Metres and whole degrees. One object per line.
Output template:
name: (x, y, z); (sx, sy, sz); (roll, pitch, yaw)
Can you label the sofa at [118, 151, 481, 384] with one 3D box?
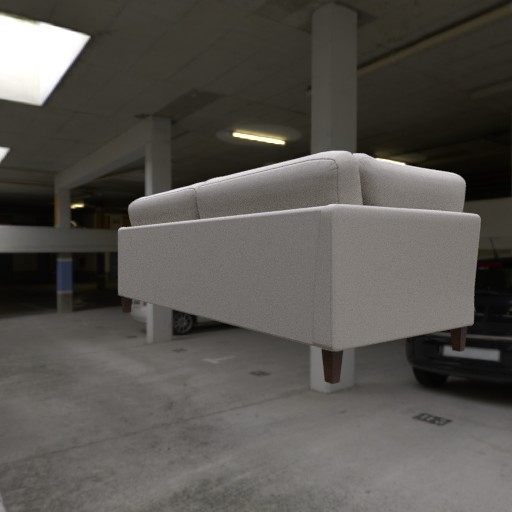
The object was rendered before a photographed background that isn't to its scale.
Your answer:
sofa: (0.000, 0.000, 2.701); (0.957, 0.863, 2.301); (-1, 1, -36)
